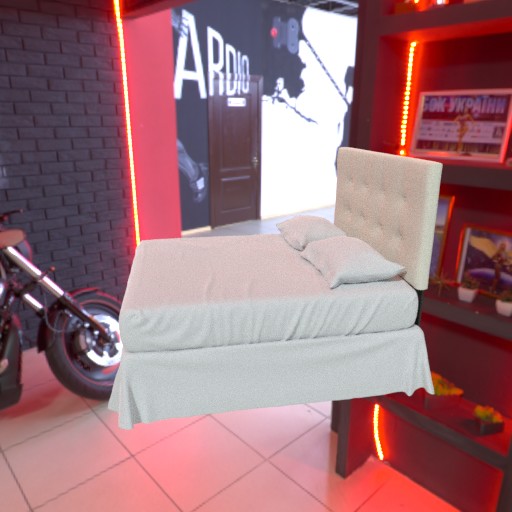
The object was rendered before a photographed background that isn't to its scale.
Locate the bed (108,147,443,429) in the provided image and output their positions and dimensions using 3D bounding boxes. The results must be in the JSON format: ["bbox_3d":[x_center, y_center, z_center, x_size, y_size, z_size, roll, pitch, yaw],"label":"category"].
[{"bbox_3d":[0.000,0.000,3.526,2.222,1.577,1.936,-3,18,-10],"label":"bed"}]
